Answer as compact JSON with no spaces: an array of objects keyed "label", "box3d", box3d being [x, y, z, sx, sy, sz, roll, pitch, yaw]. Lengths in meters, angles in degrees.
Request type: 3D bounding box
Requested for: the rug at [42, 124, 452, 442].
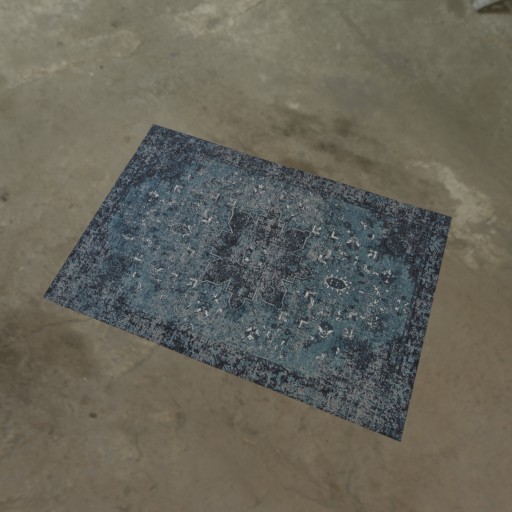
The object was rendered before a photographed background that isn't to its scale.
[{"label":"rug","box3d":[0.000,0.000,2.322,1.828,0.005,1.219,19,66,9]}]
